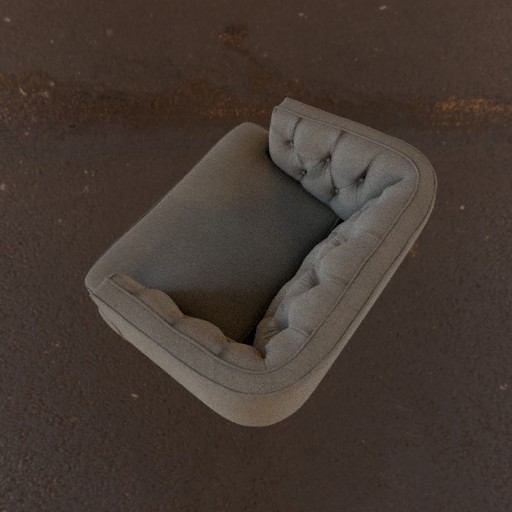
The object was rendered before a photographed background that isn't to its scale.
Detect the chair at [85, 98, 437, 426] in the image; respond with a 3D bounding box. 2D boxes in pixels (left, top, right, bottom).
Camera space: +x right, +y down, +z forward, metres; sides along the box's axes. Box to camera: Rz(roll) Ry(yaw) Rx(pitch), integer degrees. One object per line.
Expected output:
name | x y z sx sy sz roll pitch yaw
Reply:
chair | 0.000 0.000 1.754 0.945 0.852 1.094 34 68 16
